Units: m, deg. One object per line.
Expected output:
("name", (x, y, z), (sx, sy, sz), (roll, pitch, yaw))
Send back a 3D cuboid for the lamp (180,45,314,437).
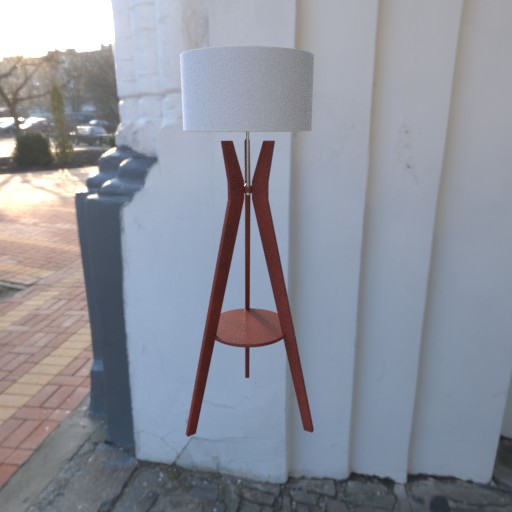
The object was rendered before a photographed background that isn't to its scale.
("lamp", (0.000, 0.000, 1.774), (0.542, 1.472, 0.539), (8, 19, 26))
